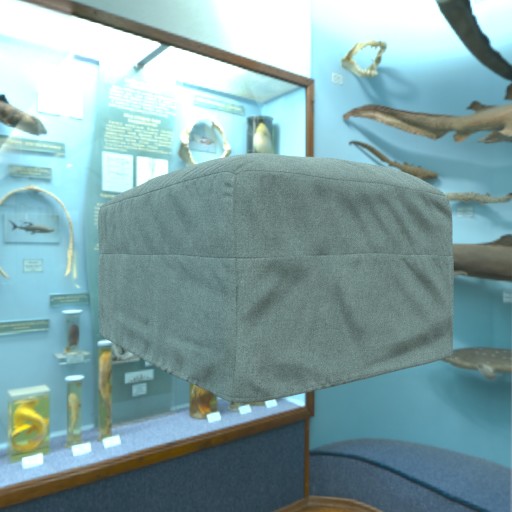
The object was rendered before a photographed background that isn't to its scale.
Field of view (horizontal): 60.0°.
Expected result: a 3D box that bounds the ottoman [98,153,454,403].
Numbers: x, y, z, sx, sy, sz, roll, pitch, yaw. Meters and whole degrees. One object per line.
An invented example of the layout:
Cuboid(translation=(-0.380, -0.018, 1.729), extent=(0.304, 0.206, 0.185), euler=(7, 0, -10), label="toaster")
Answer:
Cuboid(translation=(0.000, 0.000, 1.231), extent=(0.683, 0.481, 0.837), euler=(-1, 1, -35), label="ottoman")
